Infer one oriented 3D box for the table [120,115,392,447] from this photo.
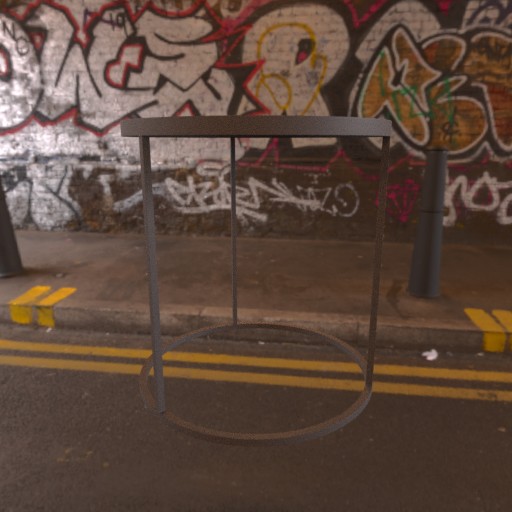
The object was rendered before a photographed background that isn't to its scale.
[{"bbox_3d":[0.000,0.000,0.861,0.470,0.498,0.470,0,14,0],"label":"table"}]
